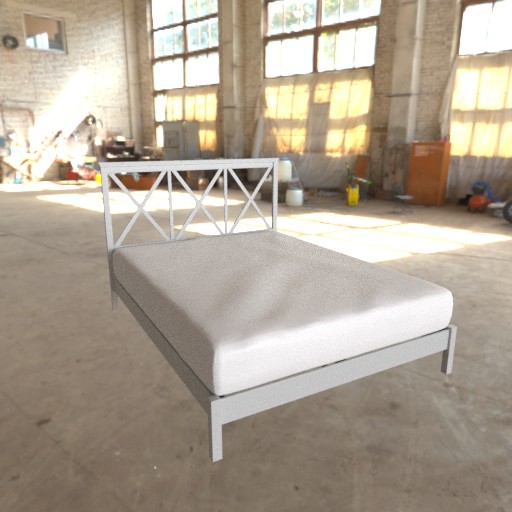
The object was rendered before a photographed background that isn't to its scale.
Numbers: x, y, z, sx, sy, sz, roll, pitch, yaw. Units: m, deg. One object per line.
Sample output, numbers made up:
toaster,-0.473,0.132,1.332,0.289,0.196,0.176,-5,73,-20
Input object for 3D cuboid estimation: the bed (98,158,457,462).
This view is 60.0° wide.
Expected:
bed,0.000,0.000,3.157,1.673,1.253,2.135,-8,17,-28
